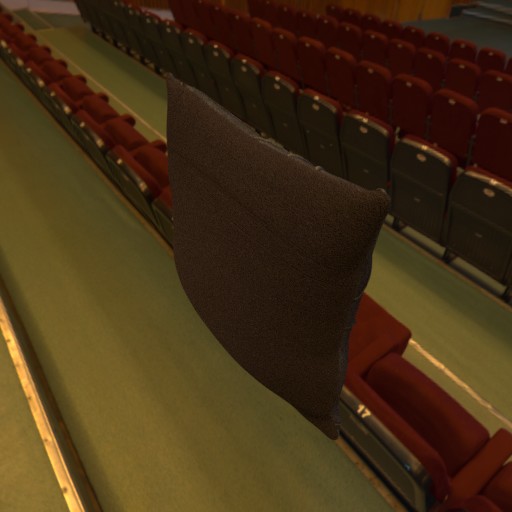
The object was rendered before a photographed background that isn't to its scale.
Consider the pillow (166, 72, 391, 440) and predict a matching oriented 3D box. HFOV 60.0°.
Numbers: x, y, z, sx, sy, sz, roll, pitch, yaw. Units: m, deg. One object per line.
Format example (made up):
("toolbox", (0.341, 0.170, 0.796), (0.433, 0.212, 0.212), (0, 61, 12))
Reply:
("pillow", (0.000, 0.000, 0.672), (0.183, 0.440, 0.439), (-26, 48, -26))
